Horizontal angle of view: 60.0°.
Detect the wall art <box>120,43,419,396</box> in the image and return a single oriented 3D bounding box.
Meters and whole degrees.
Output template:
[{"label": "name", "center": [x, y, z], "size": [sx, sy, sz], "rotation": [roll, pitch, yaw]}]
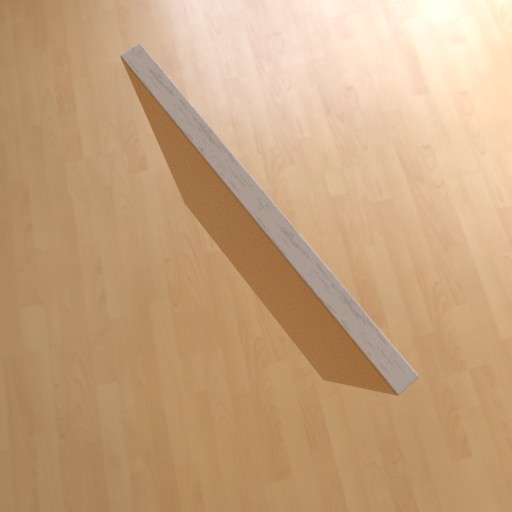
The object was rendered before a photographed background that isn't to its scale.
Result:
[{"label": "wall art", "center": [0.000, 0.000, 1.889], "size": [0.078, 1.288, 1.287], "rotation": [-37, 79, -9]}]
